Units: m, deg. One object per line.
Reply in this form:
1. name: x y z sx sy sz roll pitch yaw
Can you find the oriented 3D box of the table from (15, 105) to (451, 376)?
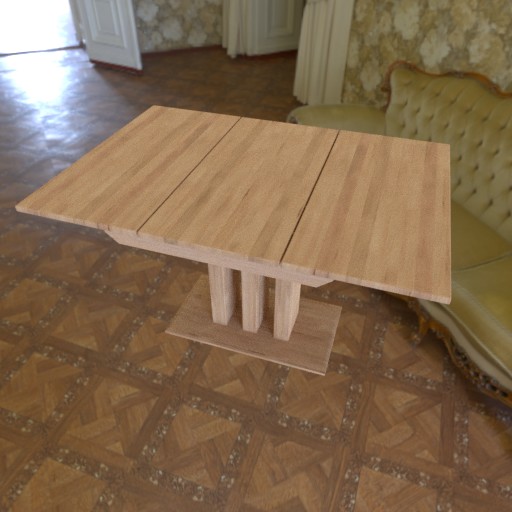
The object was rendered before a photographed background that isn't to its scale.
1. table: 0.000 0.000 1.807 1.300 0.770 0.900 12 41 14
